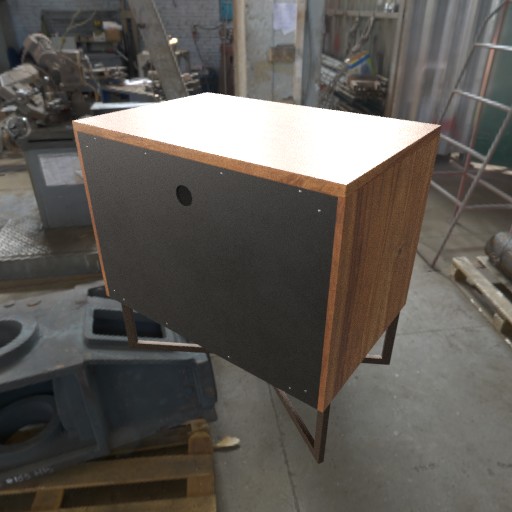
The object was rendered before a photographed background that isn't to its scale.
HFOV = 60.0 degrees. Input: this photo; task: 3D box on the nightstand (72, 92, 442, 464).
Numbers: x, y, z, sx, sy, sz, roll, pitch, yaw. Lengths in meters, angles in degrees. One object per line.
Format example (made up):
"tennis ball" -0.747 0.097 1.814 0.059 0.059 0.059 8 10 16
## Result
"nightstand" 0.000 0.000 1.039 0.613 0.615 0.427 20 35 31
